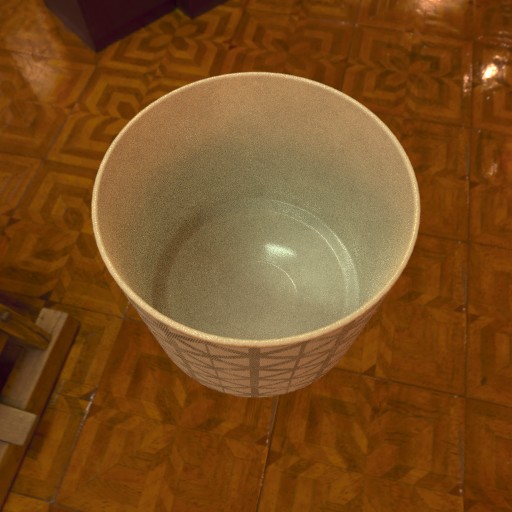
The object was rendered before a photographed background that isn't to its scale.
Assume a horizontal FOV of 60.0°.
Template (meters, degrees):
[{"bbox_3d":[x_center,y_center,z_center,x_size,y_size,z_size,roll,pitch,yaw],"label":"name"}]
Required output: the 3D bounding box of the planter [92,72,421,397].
[{"bbox_3d":[0.000,0.000,0.339,0.190,0.181,0.190,0,63,0],"label":"planter"}]
